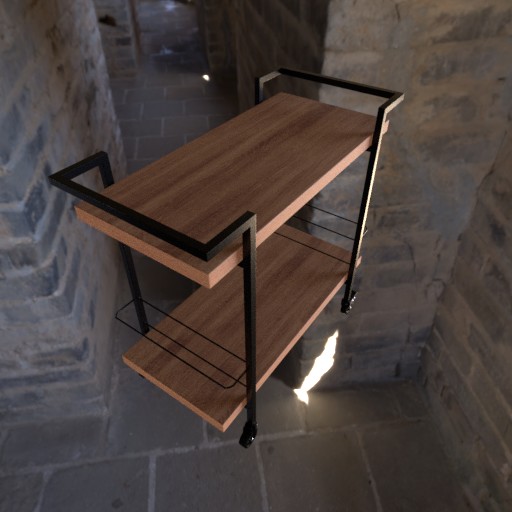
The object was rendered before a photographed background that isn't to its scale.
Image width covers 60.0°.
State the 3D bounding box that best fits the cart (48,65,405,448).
[{"bbox_3d":[0.000,0.000,1.253,0.406,0.762,0.806,25,46,26],"label":"cart"}]
